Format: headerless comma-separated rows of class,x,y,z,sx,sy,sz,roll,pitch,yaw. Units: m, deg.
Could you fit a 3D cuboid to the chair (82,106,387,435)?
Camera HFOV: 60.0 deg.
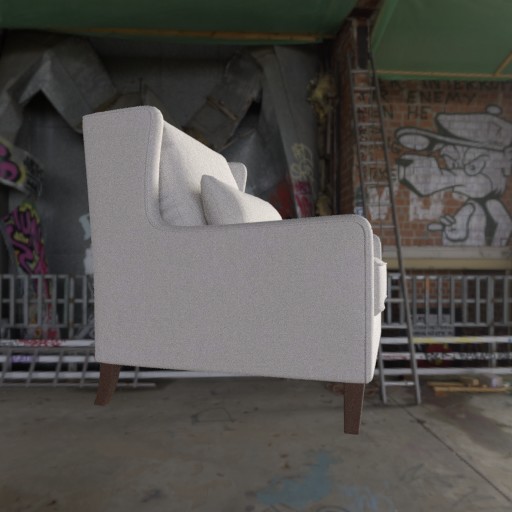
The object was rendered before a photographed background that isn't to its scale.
chair,0.000,0.000,1.847,1.040,1.056,0.982,0,-1,17
